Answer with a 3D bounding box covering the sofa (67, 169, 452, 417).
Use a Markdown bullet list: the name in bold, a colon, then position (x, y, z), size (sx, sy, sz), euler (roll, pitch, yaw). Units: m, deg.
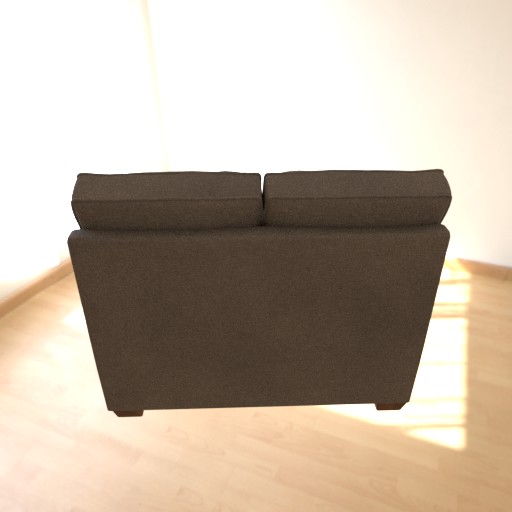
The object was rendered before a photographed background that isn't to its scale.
- **sofa**: position (0.000, 0.000, 1.968), size (1.237, 1.008, 0.951), euler (-1, 29, -2)
